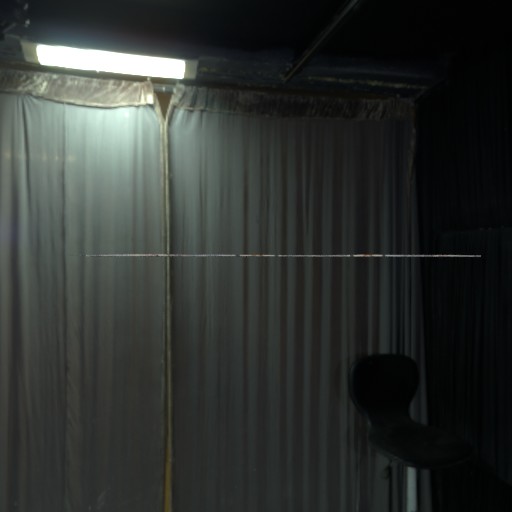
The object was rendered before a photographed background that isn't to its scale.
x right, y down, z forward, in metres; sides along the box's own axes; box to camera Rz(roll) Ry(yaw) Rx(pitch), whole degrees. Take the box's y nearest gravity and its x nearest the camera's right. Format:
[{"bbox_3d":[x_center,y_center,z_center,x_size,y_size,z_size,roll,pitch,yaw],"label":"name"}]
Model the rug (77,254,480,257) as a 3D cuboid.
[{"bbox_3d":[0.000,0.000,3.982,3.000,0.012,2.371,0,0,-19],"label":"rug"}]
